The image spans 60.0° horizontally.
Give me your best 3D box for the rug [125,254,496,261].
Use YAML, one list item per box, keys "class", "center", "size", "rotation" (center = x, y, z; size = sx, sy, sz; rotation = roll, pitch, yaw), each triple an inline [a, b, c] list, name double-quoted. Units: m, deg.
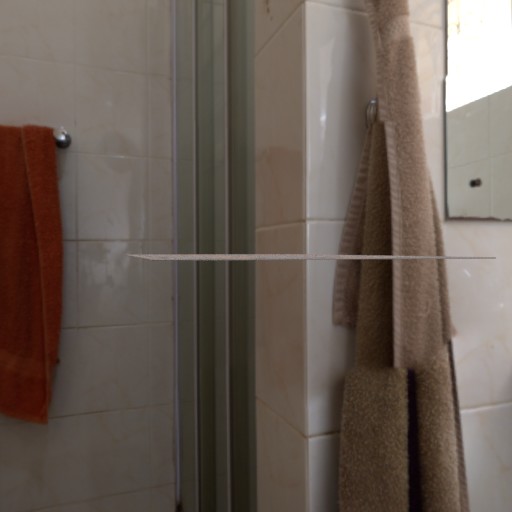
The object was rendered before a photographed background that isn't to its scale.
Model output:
- class: "rug"
  center: [0.000, 0.000, 2.265]
  size: [1.217, 0.005, 1.818]
  rotation: [0, 1, -19]
